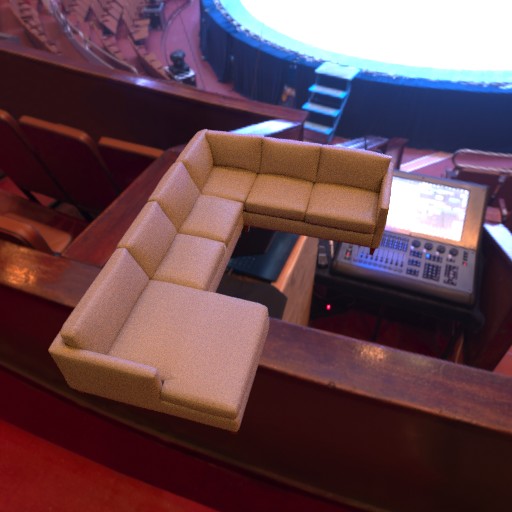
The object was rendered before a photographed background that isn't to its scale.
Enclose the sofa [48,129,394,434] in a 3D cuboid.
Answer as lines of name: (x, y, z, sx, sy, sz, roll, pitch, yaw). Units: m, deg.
sofa: (0.000, 0.000, 4.647, 2.594, 0.961, 3.460, 11, 47, 10)
